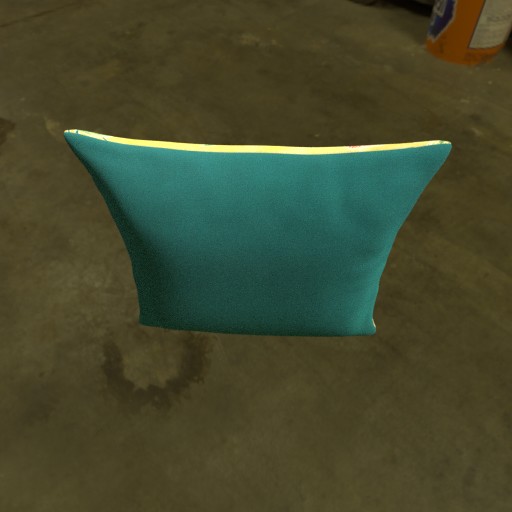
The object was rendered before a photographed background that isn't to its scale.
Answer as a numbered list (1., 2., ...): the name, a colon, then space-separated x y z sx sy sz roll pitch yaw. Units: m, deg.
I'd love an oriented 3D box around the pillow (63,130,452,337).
1. pillow: 0.000 0.000 0.790 0.525 0.508 0.166 2 50 2
